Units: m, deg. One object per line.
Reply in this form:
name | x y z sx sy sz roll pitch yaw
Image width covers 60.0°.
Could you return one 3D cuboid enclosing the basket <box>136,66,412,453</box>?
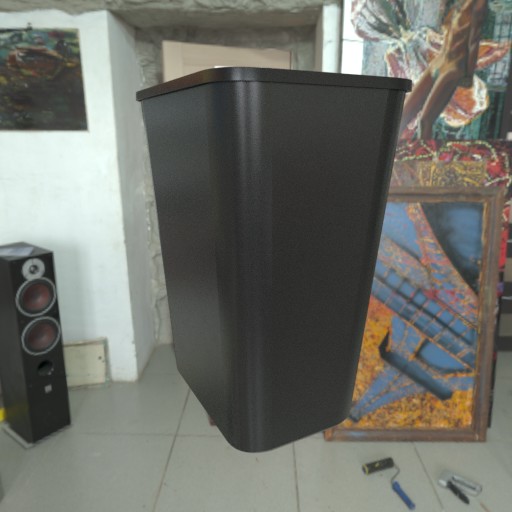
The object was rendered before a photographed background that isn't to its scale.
basket | 0.000 0.000 0.731 0.287 0.521 0.394 -8 18 -27
